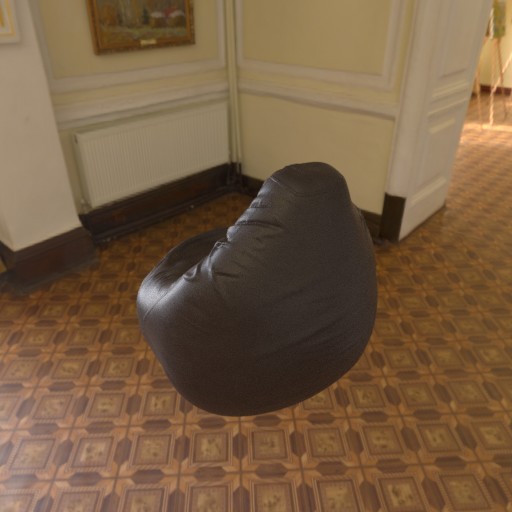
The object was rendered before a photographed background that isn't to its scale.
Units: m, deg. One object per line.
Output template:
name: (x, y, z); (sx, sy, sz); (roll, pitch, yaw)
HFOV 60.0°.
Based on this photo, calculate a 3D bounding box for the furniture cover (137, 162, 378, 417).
furniture cover: (0.000, 0.000, 1.962); (1.070, 0.990, 1.070); (-20, 36, -29)
